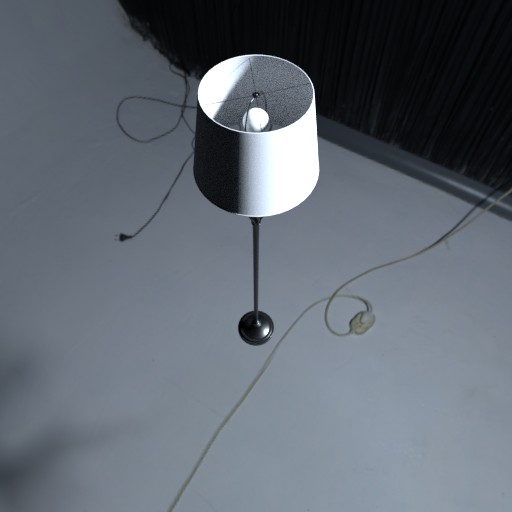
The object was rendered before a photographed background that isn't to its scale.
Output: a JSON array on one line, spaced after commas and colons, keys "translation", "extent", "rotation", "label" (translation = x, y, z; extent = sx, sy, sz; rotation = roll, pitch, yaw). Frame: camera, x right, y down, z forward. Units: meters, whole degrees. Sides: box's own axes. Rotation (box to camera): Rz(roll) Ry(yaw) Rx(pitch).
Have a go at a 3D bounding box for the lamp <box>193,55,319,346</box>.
[{"translation": [0.000, 0.000, 1.804], "extent": [0.379, 1.623, 0.379], "rotation": [0, 60, 0], "label": "lamp"}]
